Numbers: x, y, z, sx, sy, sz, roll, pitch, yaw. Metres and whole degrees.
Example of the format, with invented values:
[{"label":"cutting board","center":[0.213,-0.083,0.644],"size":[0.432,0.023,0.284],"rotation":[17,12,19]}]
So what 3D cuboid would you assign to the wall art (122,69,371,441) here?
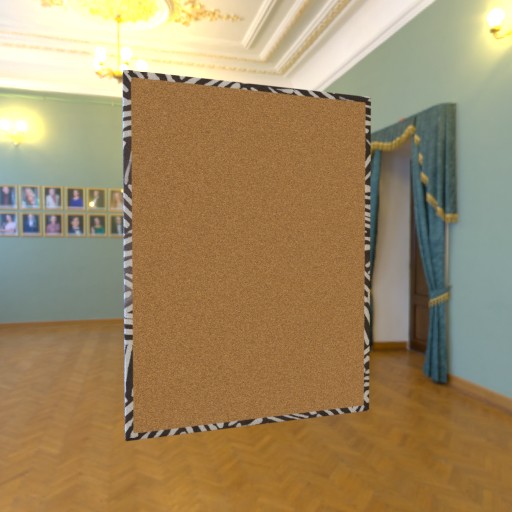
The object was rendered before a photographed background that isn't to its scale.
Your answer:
[{"label":"wall art","center":[0.000,0.000,1.339],"size":[0.765,1.017,0.038],"rotation":[0,1,-17]}]
